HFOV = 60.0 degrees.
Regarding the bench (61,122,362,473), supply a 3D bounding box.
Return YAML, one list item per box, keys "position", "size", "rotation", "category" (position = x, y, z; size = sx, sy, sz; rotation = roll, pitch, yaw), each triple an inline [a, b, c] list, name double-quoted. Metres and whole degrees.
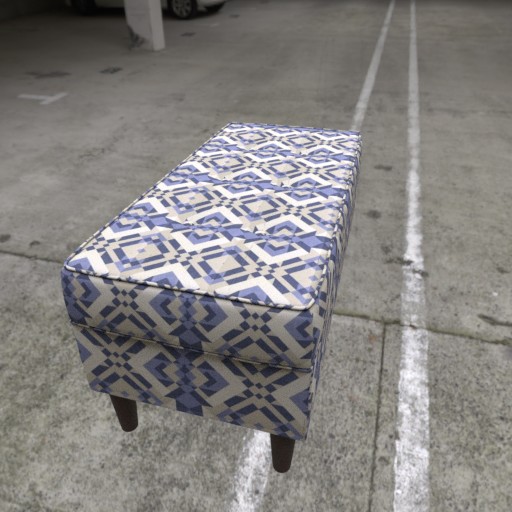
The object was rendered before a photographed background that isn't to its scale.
- position: [0.000, 0.000, 1.270]
  size: [0.492, 0.477, 1.016]
  rotation: [9, 33, 13]
  category: "bench"
